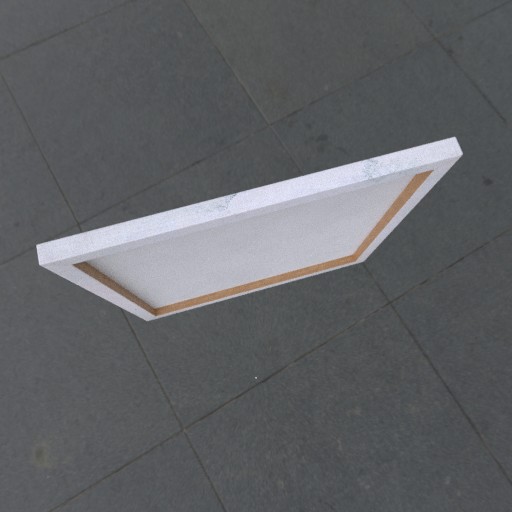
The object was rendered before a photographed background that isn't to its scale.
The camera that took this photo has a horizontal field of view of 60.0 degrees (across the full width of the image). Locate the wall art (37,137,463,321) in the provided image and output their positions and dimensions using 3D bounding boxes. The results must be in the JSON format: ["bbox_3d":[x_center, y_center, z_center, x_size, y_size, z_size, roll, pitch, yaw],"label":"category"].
[{"bbox_3d":[0.000,0.000,1.138,0.762,0.762,0.038,-15,75,-4],"label":"wall art"}]
